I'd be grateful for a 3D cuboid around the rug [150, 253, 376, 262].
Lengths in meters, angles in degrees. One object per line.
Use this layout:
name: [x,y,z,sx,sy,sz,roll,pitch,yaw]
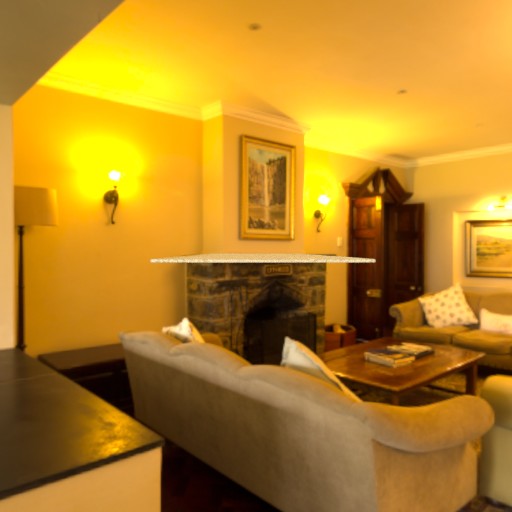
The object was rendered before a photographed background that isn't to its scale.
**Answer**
rug: [0.000,0.000,2.729,0.775,0.012,2.452,0,1,-1]
